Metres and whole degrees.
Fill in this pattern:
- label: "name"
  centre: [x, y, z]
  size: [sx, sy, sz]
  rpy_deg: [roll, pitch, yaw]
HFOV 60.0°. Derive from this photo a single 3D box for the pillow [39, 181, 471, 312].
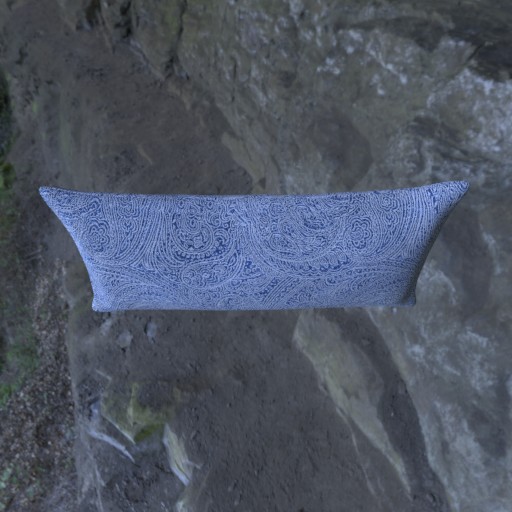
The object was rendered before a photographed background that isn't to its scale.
- label: "pillow"
  centre: [0.000, 0.000, 0.735]
  size: [0.615, 0.295, 0.151]
  rpy_deg: [-1, 47, -1]
